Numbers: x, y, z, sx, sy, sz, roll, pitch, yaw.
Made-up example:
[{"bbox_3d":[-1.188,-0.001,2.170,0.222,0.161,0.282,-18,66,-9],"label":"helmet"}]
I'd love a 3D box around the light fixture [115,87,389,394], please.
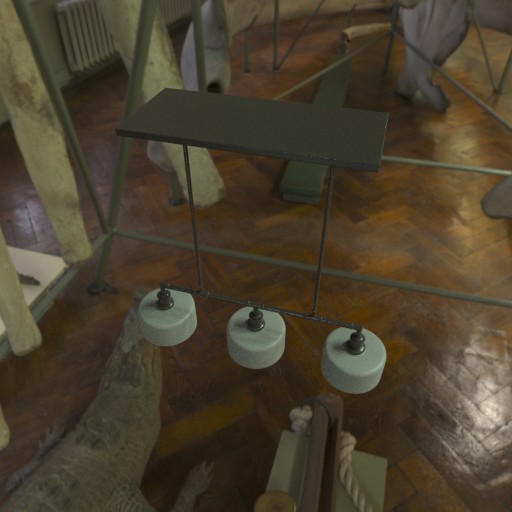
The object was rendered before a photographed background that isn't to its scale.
[{"bbox_3d":[0.000,0.000,0.871,0.582,0.557,0.177,11,42,12],"label":"light fixture"}]
